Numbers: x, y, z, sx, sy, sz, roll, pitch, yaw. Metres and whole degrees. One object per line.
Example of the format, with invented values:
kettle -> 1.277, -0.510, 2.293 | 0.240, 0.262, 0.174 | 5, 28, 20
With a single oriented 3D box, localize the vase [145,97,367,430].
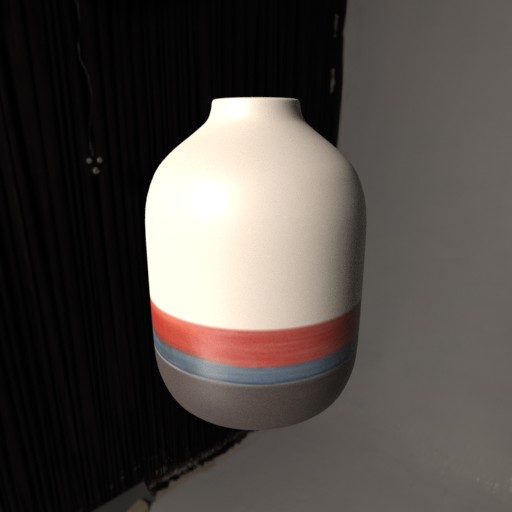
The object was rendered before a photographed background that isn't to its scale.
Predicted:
vase -> 0.000, 0.000, 0.356 | 0.169, 0.237, 0.169 | 0, 16, 0
